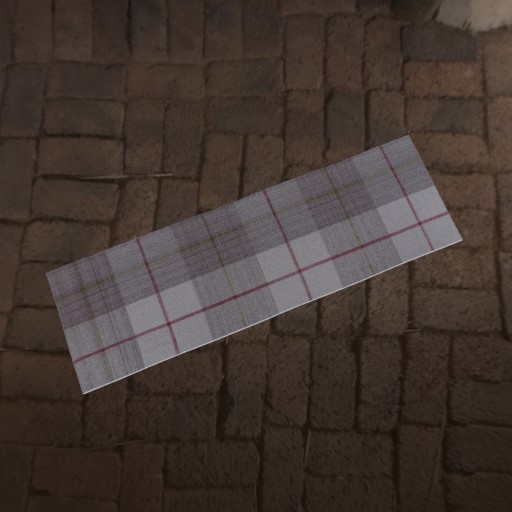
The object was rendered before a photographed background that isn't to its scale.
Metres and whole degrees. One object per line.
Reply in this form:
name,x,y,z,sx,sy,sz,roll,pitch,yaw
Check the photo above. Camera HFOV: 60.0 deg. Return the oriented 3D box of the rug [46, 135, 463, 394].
rug,0.000,0.000,2.709,2.439,0.013,0.762,-21,78,-5
